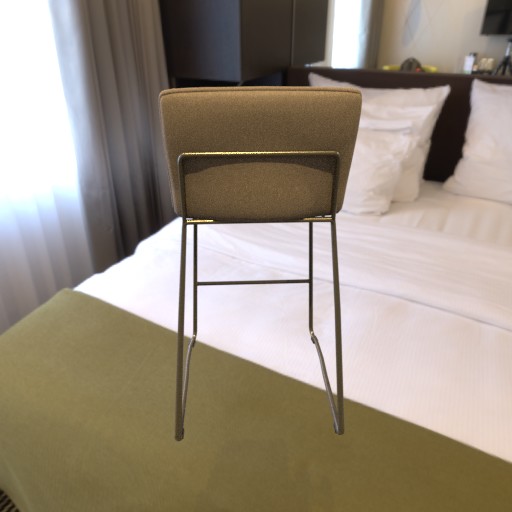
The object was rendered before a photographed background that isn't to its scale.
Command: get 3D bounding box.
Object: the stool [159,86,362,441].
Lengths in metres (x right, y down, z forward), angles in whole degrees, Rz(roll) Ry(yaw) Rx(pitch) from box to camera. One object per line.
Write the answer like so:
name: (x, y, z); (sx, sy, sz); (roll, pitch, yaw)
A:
stool: (0.000, 0.000, 1.251); (0.490, 0.960, 0.490); (-1, 29, -2)
